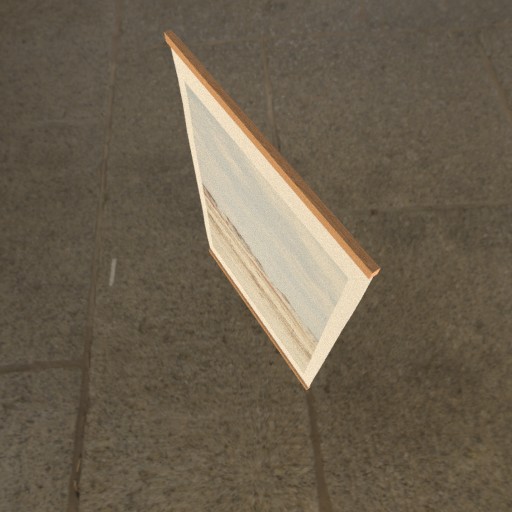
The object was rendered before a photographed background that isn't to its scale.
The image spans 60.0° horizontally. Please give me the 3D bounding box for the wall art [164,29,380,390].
[{"bbox_3d":[0.000,0.000,1.902,0.025,1.521,1.011,-31,67,-14],"label":"wall art"}]
